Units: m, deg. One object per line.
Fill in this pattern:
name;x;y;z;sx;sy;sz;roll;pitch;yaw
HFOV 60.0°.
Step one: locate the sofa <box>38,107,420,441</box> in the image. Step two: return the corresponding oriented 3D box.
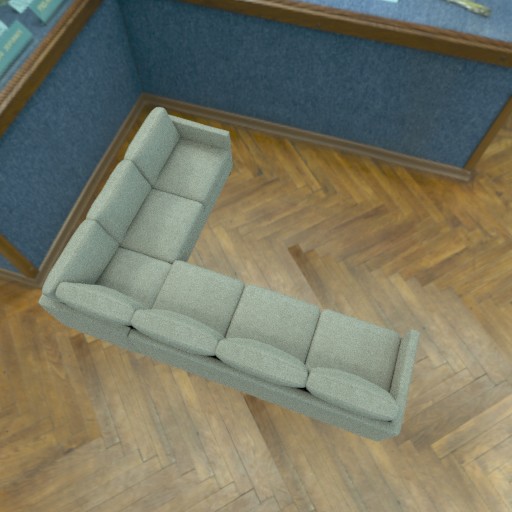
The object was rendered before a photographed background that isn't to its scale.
sofa;0.000;0.000;4.469;3.333;0.934;2.522;18;64;9
